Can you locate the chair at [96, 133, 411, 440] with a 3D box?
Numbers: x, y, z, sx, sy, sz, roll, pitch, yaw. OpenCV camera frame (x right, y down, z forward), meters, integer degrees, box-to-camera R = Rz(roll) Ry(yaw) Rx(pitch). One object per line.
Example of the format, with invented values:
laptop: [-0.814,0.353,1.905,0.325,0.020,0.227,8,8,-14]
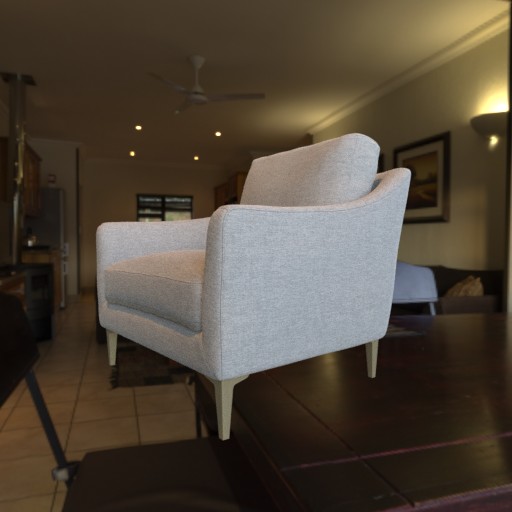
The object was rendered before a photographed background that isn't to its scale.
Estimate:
chair: [0.000,0.000,1.718,0.961,0.902,0.986,-1,2,-36]
